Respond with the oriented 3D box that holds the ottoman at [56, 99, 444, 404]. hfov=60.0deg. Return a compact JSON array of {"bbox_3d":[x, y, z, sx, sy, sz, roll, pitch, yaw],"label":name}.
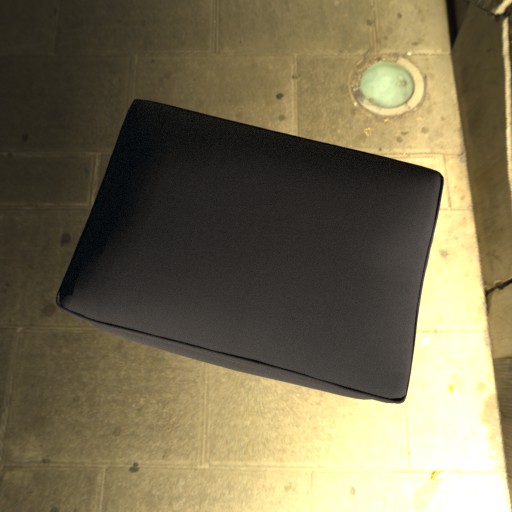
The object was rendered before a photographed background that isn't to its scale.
[{"bbox_3d":[0.000,0.000,0.999,0.686,0.406,0.508,15,76,4],"label":"ottoman"}]
